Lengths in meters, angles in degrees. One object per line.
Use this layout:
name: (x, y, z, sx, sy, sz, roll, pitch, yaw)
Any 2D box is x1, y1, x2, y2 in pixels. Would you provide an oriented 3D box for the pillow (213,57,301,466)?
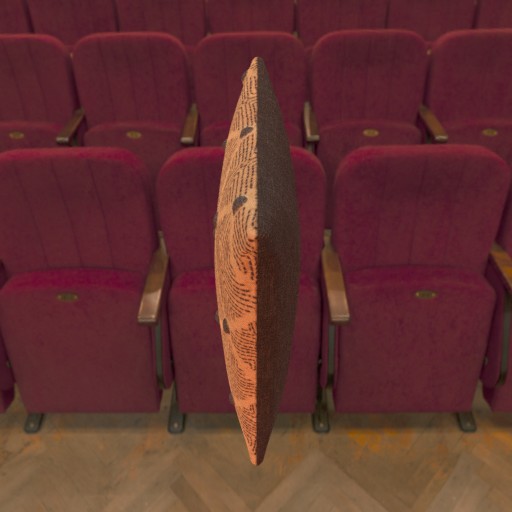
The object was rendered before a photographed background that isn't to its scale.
pillow: (0.000, 0.000, 0.774, 0.145, 0.510, 0.510, 0, 42, 0)
